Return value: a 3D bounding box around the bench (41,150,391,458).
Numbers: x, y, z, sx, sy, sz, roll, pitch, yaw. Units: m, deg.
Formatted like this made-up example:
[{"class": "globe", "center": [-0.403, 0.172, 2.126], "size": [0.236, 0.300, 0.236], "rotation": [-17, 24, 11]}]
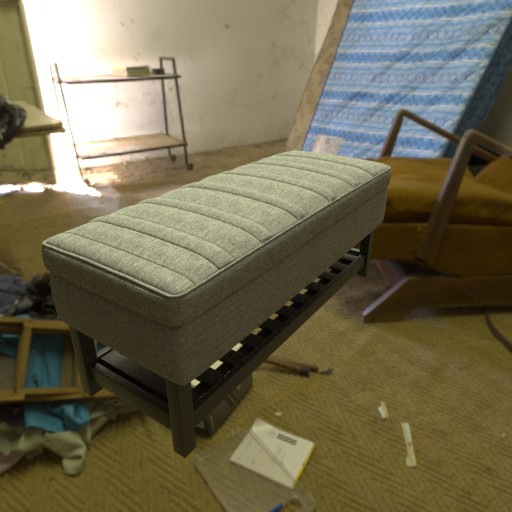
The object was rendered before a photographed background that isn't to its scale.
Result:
[{"class": "bench", "center": [0.000, 0.000, 1.340], "size": [0.429, 0.470, 1.100], "rotation": [17, 31, 31]}]
